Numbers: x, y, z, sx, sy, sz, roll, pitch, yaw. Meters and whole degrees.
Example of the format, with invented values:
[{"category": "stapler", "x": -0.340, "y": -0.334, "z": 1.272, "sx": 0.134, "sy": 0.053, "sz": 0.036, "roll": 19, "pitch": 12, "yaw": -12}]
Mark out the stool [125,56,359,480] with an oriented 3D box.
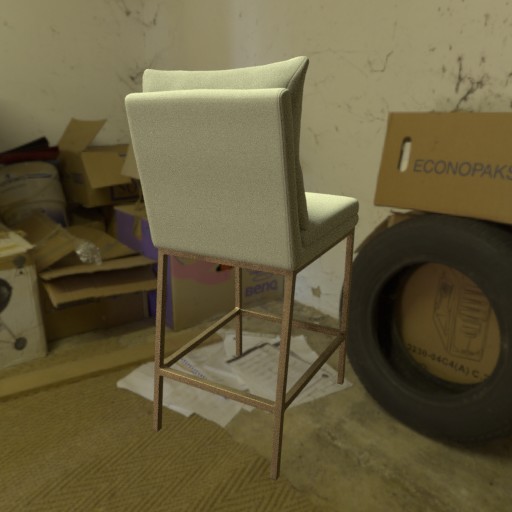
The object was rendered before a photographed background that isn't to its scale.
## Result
[{"category": "stool", "x": 0.000, "y": 0.000, "z": 1.329, "sx": 0.463, "sy": 1.032, "sz": 0.572, "roll": 9, "pitch": 18, "yaw": 27}]
